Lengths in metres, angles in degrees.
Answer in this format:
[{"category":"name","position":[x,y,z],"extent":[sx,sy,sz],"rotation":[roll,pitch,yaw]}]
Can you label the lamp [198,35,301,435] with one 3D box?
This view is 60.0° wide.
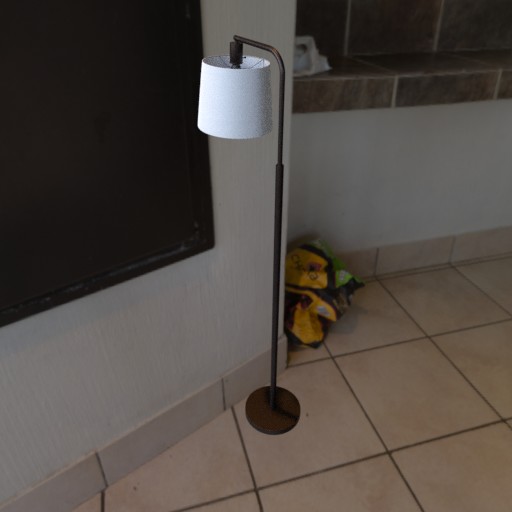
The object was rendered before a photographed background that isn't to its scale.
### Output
[{"category":"lamp","position":[0.000,0.000,1.669],"extent":[0.254,1.478,0.508],"rotation":[-20,36,-29]}]
